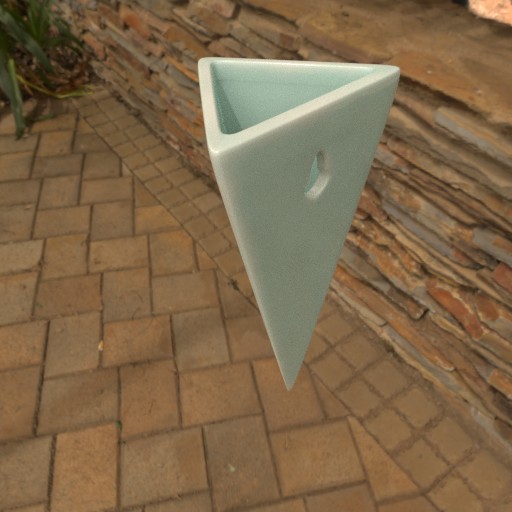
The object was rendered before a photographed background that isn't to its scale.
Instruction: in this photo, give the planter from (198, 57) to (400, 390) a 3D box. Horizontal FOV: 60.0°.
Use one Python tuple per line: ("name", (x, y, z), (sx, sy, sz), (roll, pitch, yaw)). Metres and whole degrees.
("planter", (0.000, 0.000, 0.212), (0.080, 0.178, 0.064), (-32, 54, -27))
